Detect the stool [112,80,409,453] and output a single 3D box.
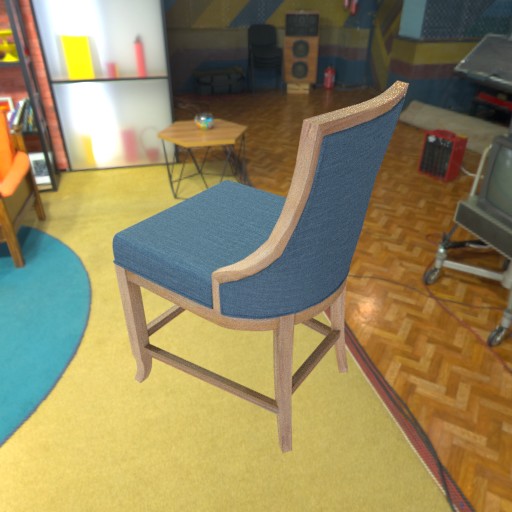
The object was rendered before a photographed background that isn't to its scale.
[{"bbox_3d":[0.000,0.000,1.265,0.626,0.938,0.524,21,37,30],"label":"stool"}]
